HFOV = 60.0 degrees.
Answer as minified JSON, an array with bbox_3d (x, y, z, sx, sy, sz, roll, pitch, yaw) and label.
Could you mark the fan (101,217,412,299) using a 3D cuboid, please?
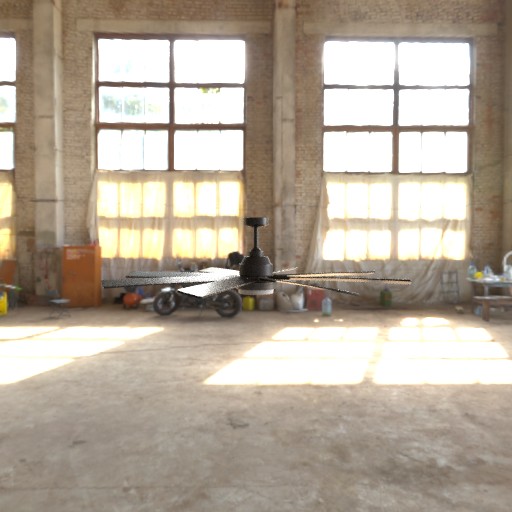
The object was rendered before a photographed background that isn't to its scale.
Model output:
[{"bbox_3d":[0.000,0.000,2.759,1.830,0.472,1.830,1,2,18],"label":"fan"}]
